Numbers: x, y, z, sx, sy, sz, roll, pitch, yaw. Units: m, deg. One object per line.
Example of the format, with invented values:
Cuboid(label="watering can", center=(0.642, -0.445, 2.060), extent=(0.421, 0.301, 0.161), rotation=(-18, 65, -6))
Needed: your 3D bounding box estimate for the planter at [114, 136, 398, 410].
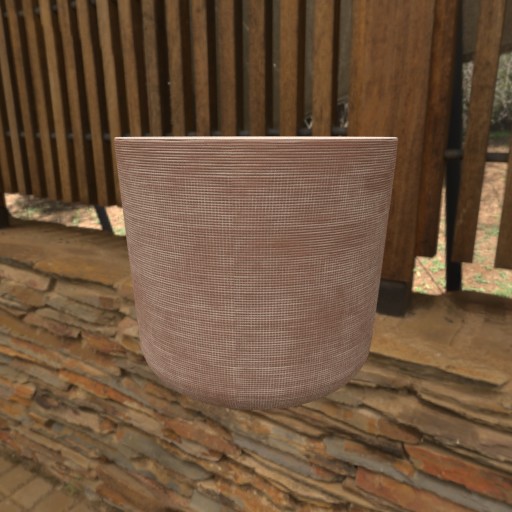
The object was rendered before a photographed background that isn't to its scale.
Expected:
Cuboid(label="planter", center=(0.000, 0.000, 0.770), extent=(0.440, 0.398, 0.440), rotation=(0, 15, 0))
